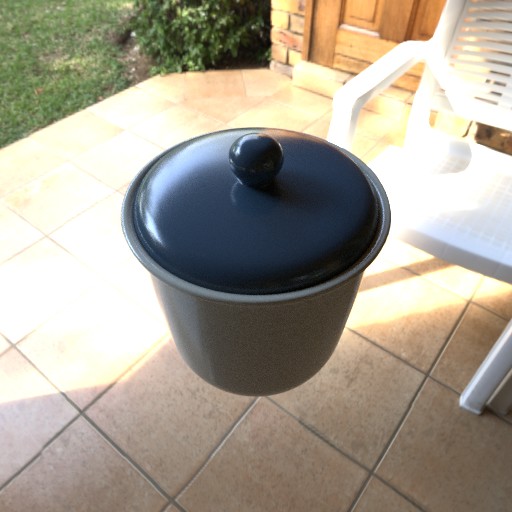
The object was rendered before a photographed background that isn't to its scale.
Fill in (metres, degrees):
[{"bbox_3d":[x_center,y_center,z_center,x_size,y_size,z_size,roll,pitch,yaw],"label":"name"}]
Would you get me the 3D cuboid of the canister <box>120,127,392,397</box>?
[{"bbox_3d":[0.000,0.000,0.346,0.182,0.208,0.182,0,47,0],"label":"canister"}]
